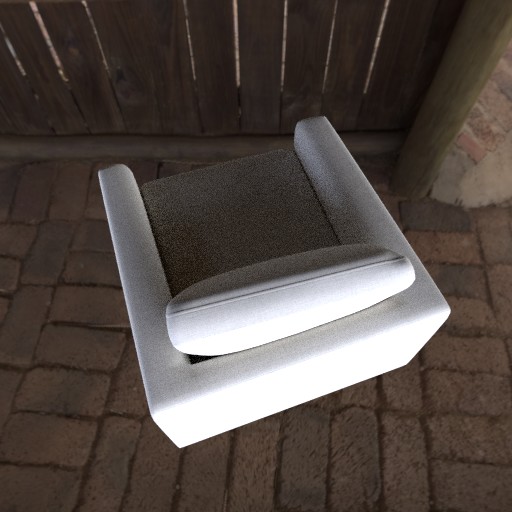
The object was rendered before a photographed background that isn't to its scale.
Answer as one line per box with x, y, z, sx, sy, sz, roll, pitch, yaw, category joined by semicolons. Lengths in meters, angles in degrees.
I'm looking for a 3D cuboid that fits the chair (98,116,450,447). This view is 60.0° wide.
0.000;0.000;1.859;1.070;0.876;1.100;-17;59;-10;chair
